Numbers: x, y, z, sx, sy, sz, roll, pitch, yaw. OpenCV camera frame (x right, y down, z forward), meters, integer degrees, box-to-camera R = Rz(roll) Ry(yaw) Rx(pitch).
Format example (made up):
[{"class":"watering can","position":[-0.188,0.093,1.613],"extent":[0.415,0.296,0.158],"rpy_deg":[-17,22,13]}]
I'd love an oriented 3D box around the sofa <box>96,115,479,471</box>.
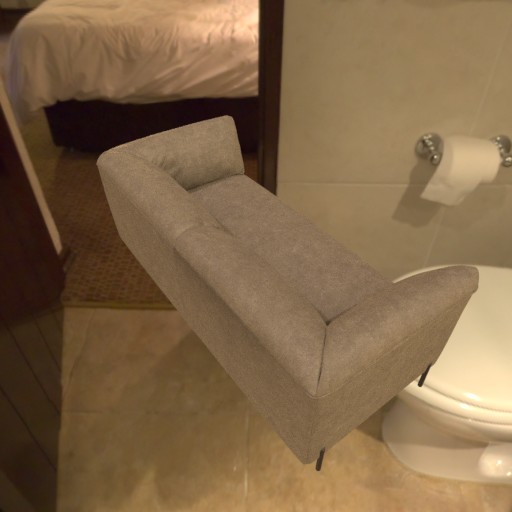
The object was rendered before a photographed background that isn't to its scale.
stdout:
[{"class":"sofa","position":[0.000,0.000,2.333],"extent":[0.905,0.747,1.878],"rpy_deg":[-26,48,-26]}]
